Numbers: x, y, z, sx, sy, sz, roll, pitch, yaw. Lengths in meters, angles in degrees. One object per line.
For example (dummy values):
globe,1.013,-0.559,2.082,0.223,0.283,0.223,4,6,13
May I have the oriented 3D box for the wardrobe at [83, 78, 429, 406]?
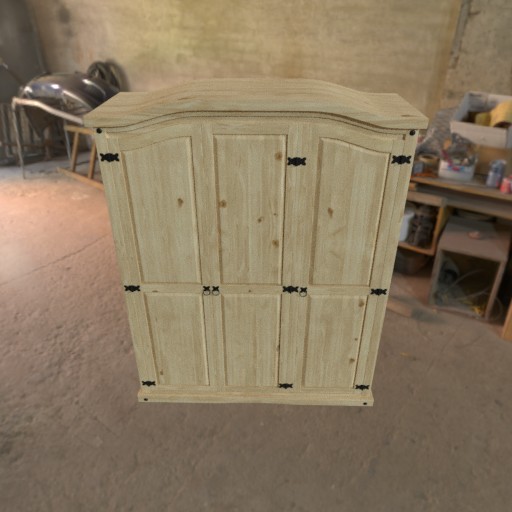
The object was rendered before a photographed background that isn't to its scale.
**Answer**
wardrobe,0.000,0.000,2.600,1.500,1.870,0.570,1,31,1
